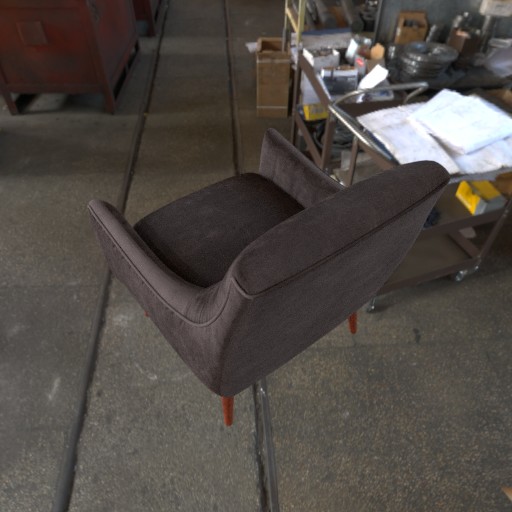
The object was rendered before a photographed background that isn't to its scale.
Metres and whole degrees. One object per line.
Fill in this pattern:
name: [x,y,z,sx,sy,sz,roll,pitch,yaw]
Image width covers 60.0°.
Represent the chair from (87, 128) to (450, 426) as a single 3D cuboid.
chair: [0.000,0.000,1.420,0.762,0.838,0.787,-29,52,-25]
